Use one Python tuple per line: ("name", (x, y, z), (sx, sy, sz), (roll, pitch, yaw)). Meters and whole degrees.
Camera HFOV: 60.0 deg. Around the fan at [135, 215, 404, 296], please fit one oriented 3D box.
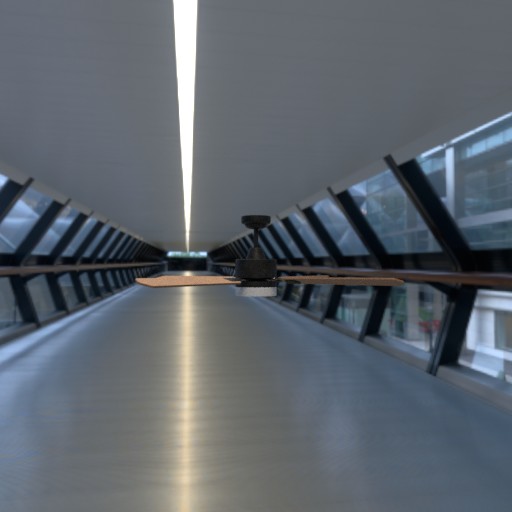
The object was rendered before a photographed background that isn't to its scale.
("fan", (0.000, 0.000, 2.000), (1.320, 0.355, 1.320), (-1, -2, 36))
